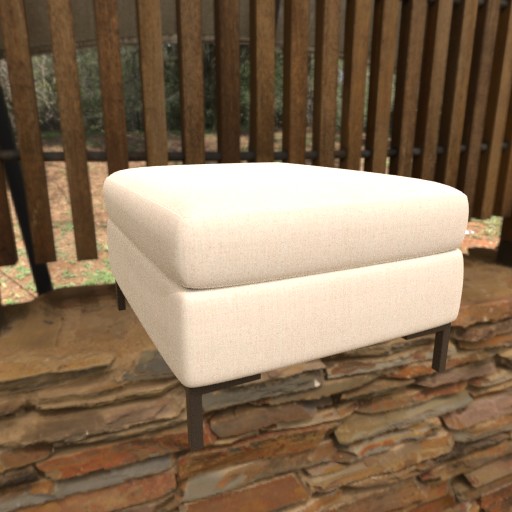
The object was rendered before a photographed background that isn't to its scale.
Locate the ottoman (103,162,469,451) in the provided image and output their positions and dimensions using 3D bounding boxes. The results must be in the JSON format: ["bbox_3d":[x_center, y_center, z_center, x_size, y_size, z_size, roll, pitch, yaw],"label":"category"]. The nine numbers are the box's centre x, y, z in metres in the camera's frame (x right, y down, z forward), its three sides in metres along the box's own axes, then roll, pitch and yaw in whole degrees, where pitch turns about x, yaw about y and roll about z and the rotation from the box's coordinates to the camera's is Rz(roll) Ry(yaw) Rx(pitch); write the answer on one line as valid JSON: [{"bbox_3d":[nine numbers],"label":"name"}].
[{"bbox_3d":[0.000,0.000,1.164,0.657,0.453,0.794,-7,17,-25],"label":"ottoman"}]
